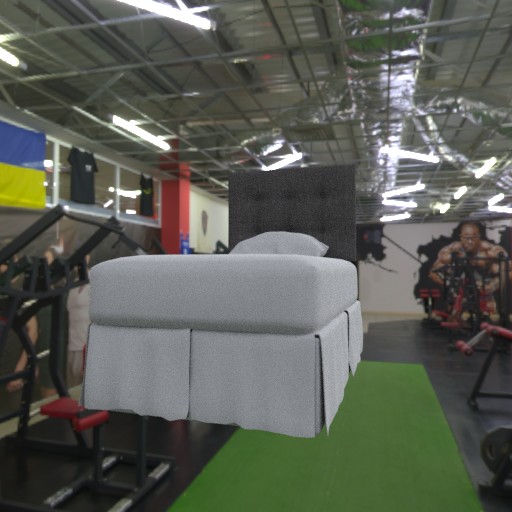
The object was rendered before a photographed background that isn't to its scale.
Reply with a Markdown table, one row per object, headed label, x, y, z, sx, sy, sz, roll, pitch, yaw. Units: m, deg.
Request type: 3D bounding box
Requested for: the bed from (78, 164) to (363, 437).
| label | x | y | z | sx | sy | sz | roll | pitch | yaw |
| --- | --- | --- | --- | --- | --- | --- | --- | --- | --- |
| bed | 0.000 | 0.000 | 2.961 | 1.261 | 1.571 | 1.997 | 0 | -1 | 18 |
